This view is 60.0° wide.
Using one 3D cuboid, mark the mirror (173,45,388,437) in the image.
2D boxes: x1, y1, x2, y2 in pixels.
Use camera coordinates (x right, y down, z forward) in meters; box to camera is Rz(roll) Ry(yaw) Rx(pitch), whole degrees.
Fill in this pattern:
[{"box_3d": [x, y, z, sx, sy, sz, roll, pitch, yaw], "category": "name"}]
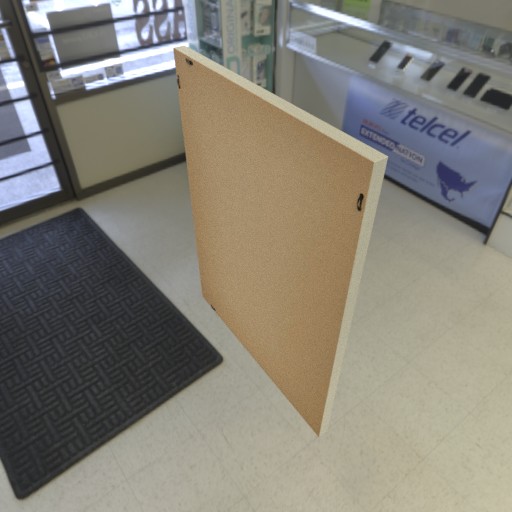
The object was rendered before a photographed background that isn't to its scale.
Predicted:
[{"box_3d": [0.000, 0.000, 1.348, 0.040, 1.016, 0.762, -25, 48, -25], "category": "mirror"}]
